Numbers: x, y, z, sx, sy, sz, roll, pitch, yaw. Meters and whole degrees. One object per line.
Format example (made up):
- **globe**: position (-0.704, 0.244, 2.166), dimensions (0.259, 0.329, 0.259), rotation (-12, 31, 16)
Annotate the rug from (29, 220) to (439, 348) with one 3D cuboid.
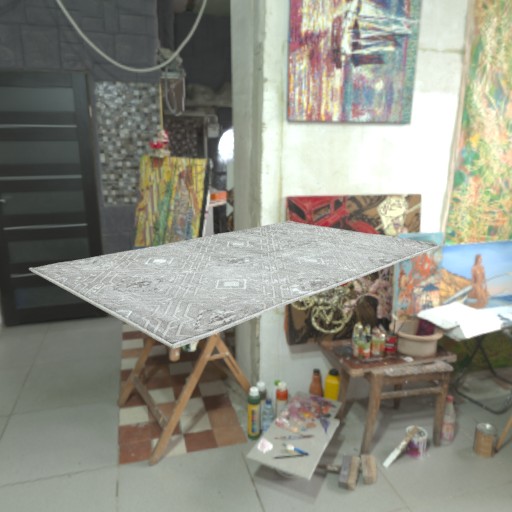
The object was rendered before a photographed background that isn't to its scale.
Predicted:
- **rug**: position (0.000, 0.000, 3.056), dimensions (1.537, 0.036, 2.447), rotation (14, 20, 43)
